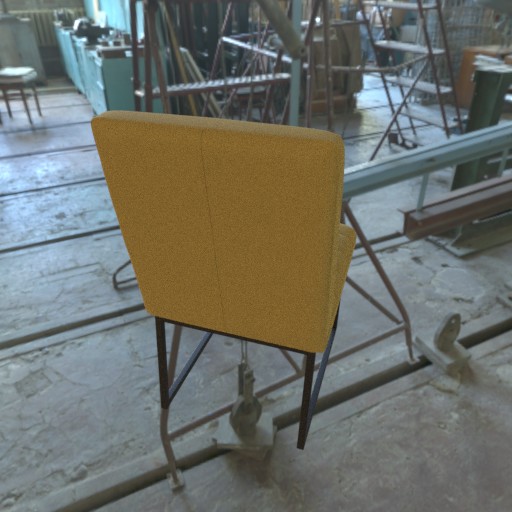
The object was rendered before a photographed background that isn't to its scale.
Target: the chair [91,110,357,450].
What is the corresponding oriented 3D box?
[{"bbox_3d":[0.000,0.000,1.302,0.520,0.930,0.634,10,34,16],"label":"chair"}]
